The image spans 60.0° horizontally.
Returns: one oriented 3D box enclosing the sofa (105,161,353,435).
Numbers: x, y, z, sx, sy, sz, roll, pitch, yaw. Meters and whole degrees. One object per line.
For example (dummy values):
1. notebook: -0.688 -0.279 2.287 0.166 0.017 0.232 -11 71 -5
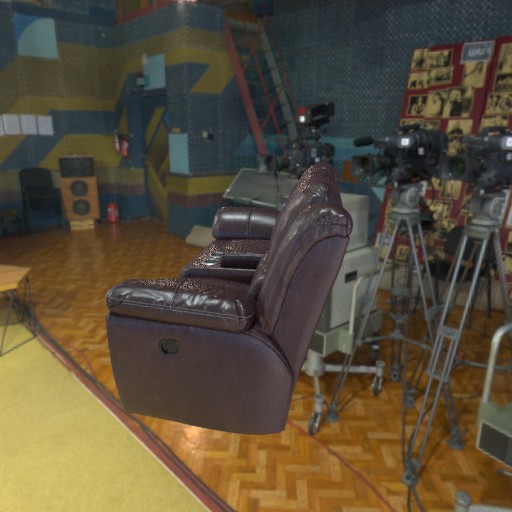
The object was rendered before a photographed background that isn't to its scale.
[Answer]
1. sofa: 0.000 0.000 2.641 0.991 1.043 2.058 2 16 8
